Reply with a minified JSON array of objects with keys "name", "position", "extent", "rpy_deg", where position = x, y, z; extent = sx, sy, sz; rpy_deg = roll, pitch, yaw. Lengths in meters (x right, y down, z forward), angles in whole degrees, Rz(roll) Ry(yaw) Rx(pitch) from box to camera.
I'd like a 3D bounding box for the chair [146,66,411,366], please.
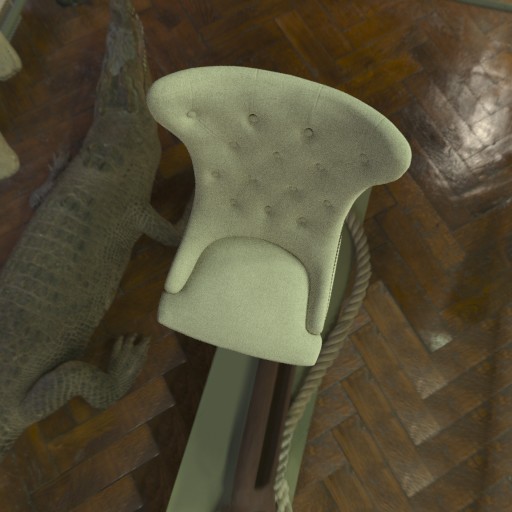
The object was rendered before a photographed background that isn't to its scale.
[{"name":"chair","position":[0.000,0.000,1.387],"extent":[0.584,1.065,0.590],"rpy_deg":[15,76,4]}]
